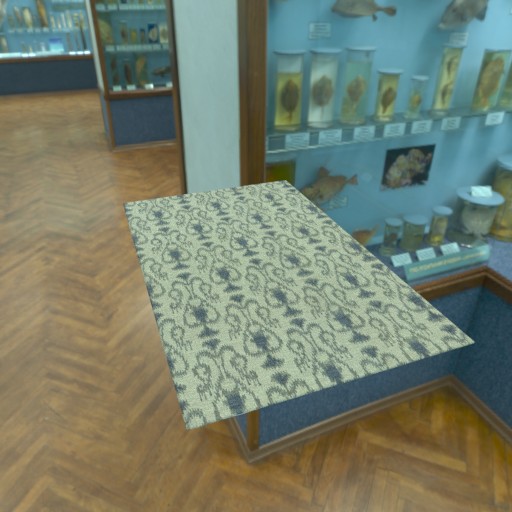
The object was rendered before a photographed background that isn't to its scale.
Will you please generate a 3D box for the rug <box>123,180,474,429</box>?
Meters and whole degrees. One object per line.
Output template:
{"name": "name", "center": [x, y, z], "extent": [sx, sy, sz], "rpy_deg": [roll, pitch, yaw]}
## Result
{"name": "rug", "center": [0.000, 0.000, 2.068], "extent": [1.035, 0.006, 1.652], "rpy_deg": [-11, 33, -17]}
